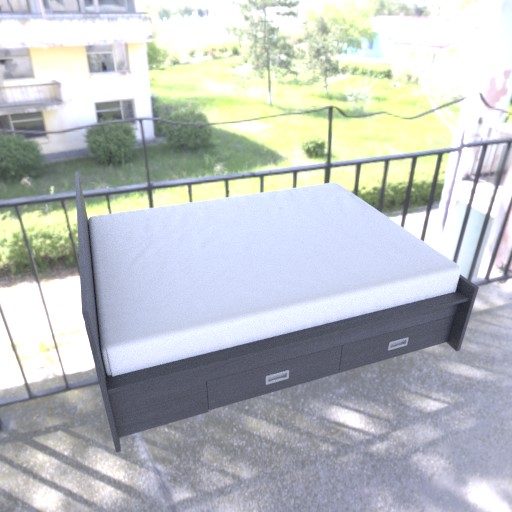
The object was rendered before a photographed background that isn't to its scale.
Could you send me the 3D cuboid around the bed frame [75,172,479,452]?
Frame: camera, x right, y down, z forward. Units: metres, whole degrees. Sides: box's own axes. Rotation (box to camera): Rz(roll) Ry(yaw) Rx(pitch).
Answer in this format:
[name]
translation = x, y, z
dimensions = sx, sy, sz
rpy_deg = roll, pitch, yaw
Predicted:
[bed frame]
translation = 0.000, 0.000, 2.774
dimensions = 1.960, 0.800, 1.622
rpy_deg = -11, 32, -17
